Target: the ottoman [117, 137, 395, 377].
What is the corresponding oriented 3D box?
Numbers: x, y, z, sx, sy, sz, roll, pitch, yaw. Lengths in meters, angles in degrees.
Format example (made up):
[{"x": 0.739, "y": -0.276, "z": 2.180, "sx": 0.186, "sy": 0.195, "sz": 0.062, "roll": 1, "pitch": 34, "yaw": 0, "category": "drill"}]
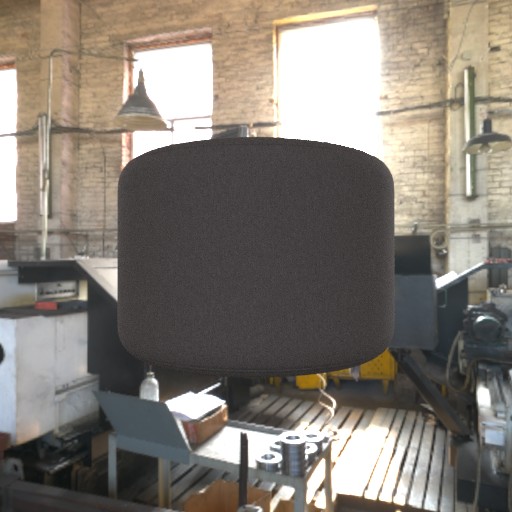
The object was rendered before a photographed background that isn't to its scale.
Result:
[{"x": 0.000, "y": 0.000, "z": 1.019, "sx": 0.608, "sy": 0.433, "sz": 0.608, "roll": 0, "pitch": 0, "yaw": 0, "category": "ottoman"}]
